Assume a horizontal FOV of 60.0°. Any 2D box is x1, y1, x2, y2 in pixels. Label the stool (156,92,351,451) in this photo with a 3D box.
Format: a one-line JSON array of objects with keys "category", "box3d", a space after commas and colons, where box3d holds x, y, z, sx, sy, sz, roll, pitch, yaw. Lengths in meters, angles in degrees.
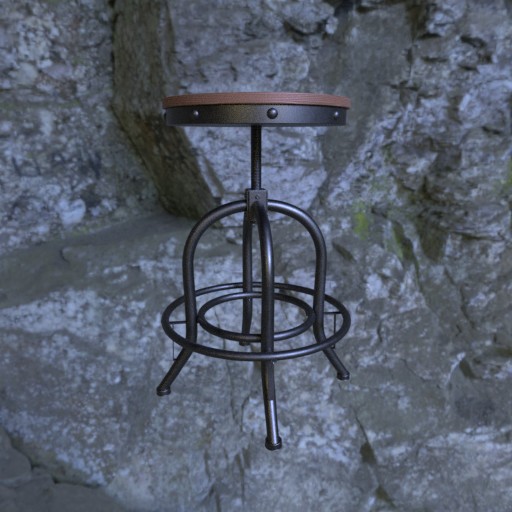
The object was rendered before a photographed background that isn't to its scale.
[{"category": "stool", "box3d": [0.000, 0.000, 0.917, 0.439, 0.609, 0.439, -2, 15, -8]}]
